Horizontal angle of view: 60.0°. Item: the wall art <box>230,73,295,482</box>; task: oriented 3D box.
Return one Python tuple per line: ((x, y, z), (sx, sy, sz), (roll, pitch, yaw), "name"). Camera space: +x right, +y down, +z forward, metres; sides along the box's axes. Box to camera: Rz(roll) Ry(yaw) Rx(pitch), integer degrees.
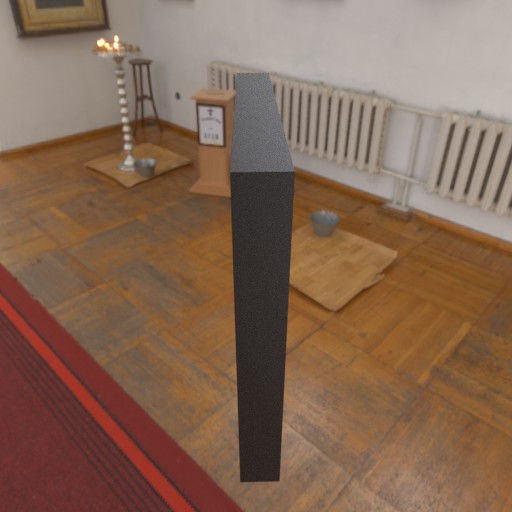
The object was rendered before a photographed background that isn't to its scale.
((0.000, 0.000, 0.458), (0.037, 0.303, 0.304), (-1, 32, -1), "wall art")
